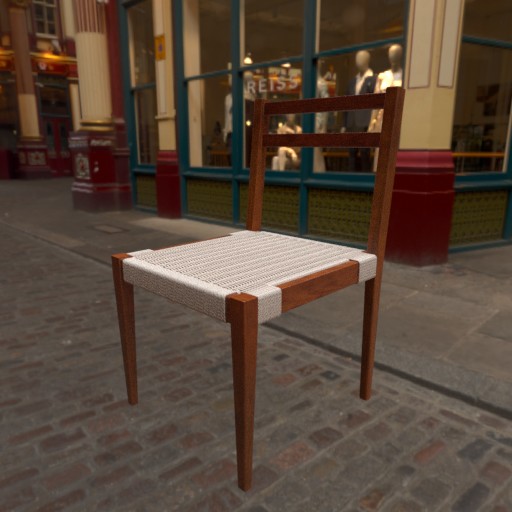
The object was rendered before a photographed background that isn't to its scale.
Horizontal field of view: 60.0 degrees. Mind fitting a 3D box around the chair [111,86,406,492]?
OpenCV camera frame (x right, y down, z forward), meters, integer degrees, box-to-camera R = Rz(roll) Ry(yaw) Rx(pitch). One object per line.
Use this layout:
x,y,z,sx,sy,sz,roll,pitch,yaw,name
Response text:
0.000,0.000,1.178,0.495,0.851,0.569,14,20,43,chair
